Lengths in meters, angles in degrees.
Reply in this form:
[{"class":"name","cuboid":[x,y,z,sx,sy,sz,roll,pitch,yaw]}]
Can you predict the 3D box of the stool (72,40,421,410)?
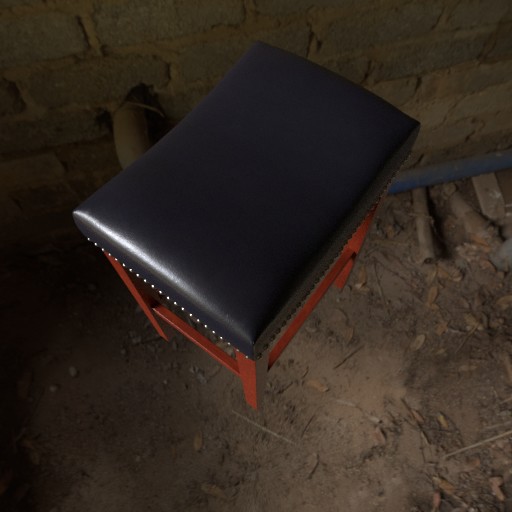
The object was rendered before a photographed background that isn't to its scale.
[{"class":"stool","cuboid":[0.000,0.000,1.037,0.372,0.742,0.504,34,69,15]}]
